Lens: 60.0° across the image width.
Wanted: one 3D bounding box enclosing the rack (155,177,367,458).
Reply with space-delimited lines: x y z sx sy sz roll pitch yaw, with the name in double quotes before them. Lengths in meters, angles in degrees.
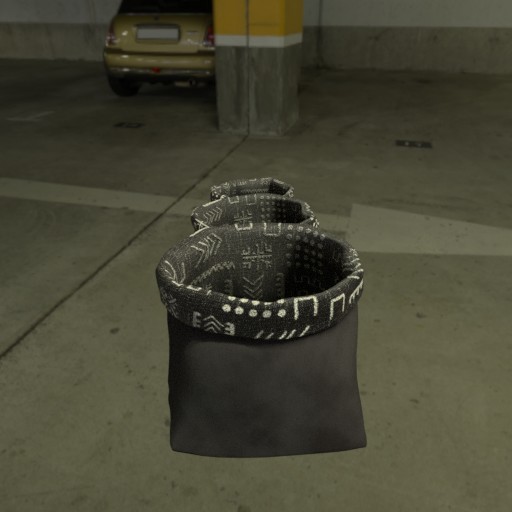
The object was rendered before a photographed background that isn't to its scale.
"rack" 0.000 0.000 1.097 0.379 0.323 0.905 -1 29 -2
